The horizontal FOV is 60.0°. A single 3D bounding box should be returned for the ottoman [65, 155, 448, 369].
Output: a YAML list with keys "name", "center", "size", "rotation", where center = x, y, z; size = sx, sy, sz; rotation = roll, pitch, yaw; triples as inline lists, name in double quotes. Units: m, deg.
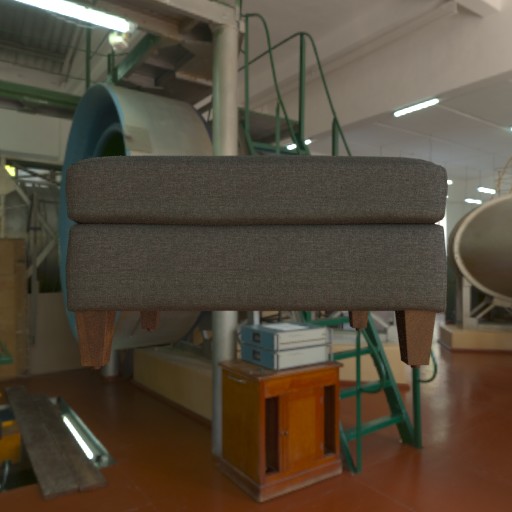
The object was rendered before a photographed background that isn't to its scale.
- name: "ottoman"
  center: [0.000, 0.000, 1.230]
  size: [0.826, 0.496, 0.639]
  rotation: [0, -1, -1]
